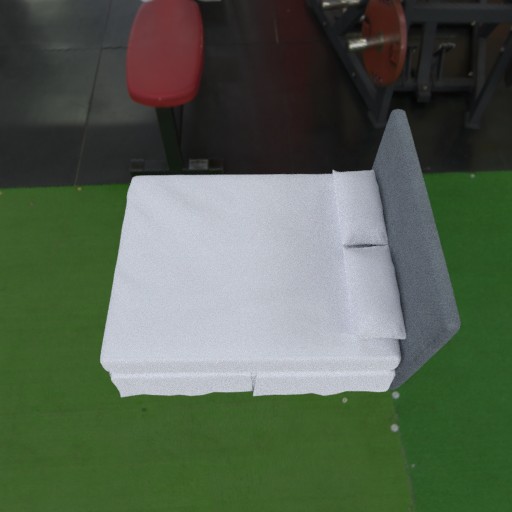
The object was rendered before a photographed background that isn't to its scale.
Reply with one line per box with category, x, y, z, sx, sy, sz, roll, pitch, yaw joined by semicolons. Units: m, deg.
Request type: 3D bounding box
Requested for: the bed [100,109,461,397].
bed;0.000;0.000;3.245;2.142;1.330;1.713;0;59;0
